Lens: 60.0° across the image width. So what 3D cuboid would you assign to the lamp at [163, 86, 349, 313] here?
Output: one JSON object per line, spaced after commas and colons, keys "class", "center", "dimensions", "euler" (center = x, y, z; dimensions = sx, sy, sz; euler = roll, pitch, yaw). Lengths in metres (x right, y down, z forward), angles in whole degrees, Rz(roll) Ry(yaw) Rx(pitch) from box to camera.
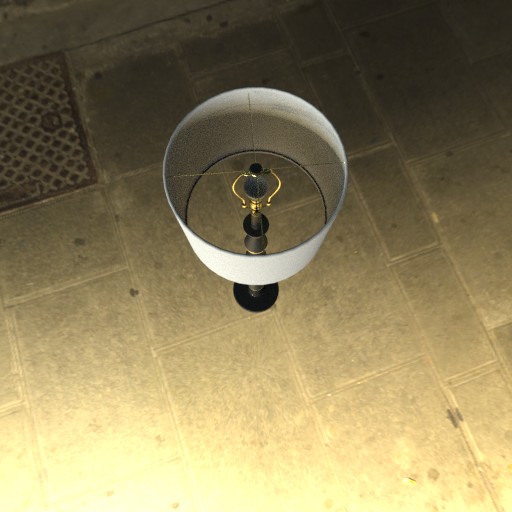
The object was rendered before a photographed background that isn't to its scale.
{"class": "lamp", "center": [0.000, 0.000, 1.622], "dimensions": [0.381, 1.480, 0.381], "euler": [-5, 76, -1]}
